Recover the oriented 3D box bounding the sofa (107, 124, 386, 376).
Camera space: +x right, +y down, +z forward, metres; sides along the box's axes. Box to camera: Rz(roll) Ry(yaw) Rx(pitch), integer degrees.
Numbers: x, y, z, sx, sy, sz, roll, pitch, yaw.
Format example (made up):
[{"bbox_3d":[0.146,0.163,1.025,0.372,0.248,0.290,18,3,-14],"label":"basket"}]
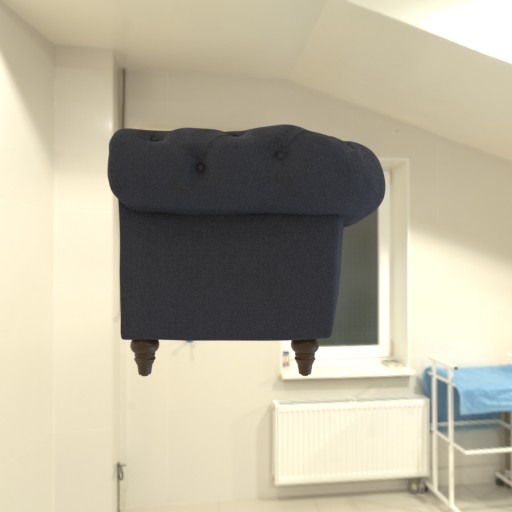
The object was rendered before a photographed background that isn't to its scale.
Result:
[{"bbox_3d":[0.000,0.000,2.065,1.032,0.878,1.405,0,0,-1],"label":"sofa"}]
